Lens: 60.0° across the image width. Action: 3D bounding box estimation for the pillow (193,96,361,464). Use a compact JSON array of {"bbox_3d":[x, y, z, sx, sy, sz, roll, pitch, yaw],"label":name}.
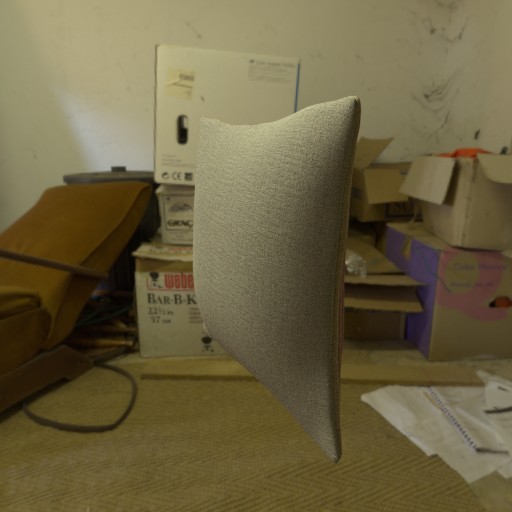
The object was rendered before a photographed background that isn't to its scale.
[{"bbox_3d":[0.000,0.000,0.662,0.136,0.419,0.437,-7,16,-26],"label":"pillow"}]
